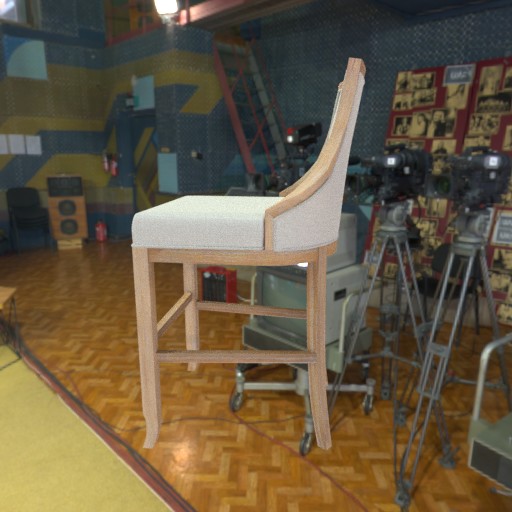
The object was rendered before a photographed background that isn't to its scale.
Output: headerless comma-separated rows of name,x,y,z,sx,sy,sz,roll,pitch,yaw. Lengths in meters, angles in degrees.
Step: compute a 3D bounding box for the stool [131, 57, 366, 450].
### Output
stool,0.000,0.000,1.434,0.626,1.101,0.524,2,13,7
